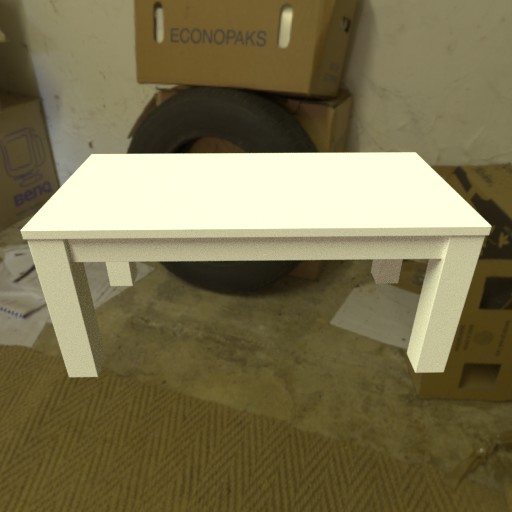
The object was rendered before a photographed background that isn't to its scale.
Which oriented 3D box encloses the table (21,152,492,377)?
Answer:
[{"bbox_3d":[0.000,0.000,2.280,1.800,0.790,0.900,-1,31,-1],"label":"table"}]
